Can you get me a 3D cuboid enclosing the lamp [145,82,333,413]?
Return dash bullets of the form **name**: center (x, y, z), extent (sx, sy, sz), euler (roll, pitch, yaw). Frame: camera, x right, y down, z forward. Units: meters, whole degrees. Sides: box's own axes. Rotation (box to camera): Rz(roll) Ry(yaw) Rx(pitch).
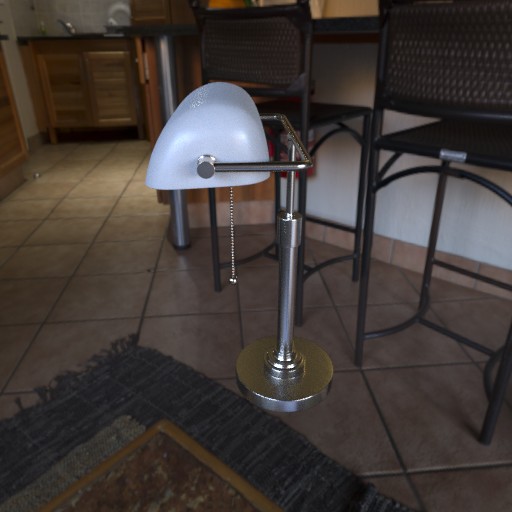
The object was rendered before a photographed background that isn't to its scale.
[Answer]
- **lamp**: center (0.000, 0.000, 0.568), extent (0.227, 0.404, 0.269), euler (-1, 27, -2)
